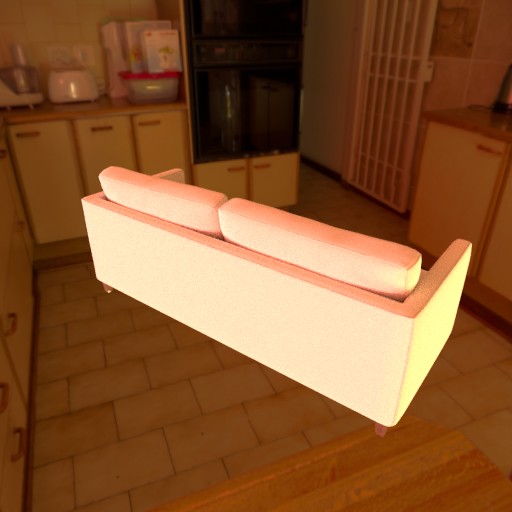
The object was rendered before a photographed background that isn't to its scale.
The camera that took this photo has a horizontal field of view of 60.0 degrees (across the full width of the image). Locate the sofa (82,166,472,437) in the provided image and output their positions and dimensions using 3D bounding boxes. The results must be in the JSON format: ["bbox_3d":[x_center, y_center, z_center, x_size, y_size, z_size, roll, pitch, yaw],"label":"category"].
[{"bbox_3d":[0.000,0.000,2.880,2.361,0.962,0.951,19,33,32],"label":"sofa"}]
